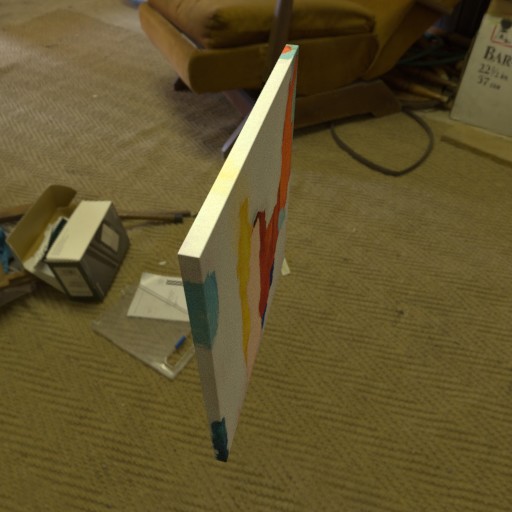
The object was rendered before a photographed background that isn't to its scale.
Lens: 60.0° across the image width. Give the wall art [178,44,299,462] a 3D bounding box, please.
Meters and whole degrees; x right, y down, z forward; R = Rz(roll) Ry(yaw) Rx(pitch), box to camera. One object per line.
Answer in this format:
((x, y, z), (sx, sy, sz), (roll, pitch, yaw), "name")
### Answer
((0.000, 0.000, 1.507), (0.044, 1.017, 1.017), (10, 47, 10), "wall art")
